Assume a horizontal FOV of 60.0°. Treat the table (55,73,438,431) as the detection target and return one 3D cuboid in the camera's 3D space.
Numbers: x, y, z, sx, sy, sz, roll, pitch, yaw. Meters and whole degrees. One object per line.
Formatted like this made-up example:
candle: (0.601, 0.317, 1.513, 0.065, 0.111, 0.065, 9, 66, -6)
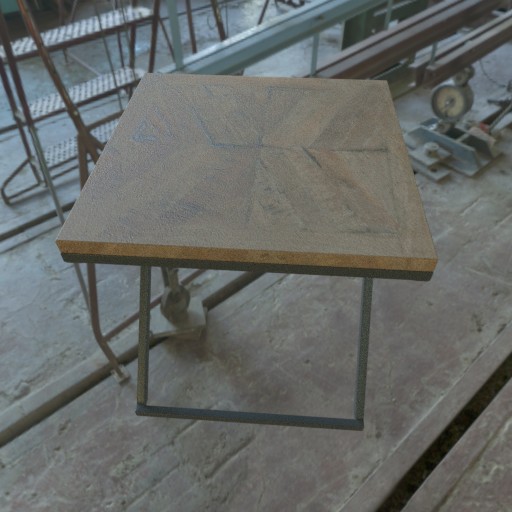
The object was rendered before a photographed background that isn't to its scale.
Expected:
table: (0.000, 0.000, 0.939, 0.499, 0.550, 0.498, 3, 47, 3)
